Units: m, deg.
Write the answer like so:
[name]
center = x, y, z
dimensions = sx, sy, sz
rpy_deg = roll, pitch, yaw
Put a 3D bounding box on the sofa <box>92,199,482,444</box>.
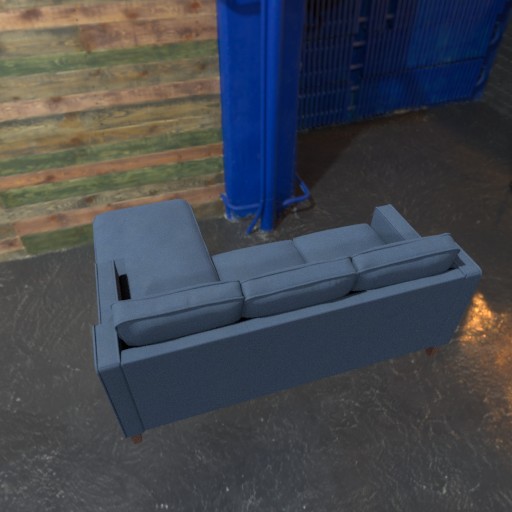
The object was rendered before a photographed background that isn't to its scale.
[sofa]
center = 0.000, 0.000, 3.316
dimensions = 2.317, 1.066, 1.858
rpy_deg = -12, 44, -13
